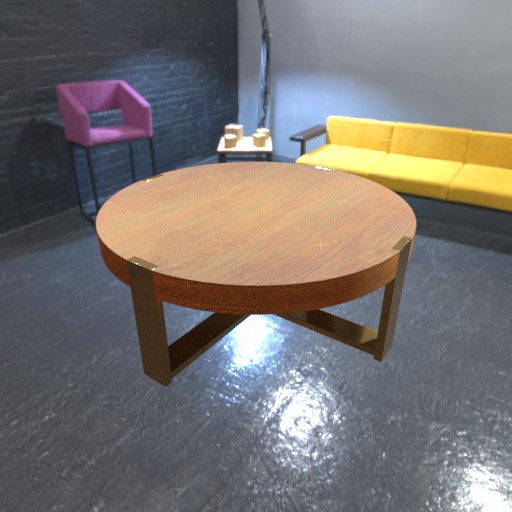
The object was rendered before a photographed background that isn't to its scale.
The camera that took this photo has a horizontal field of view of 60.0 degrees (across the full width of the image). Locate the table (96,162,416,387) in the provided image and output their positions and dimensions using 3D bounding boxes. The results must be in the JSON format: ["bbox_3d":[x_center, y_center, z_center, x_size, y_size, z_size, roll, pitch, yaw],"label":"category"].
[{"bbox_3d":[0.000,0.000,1.700,1.100,0.420,1.100,0,28,0],"label":"table"}]
